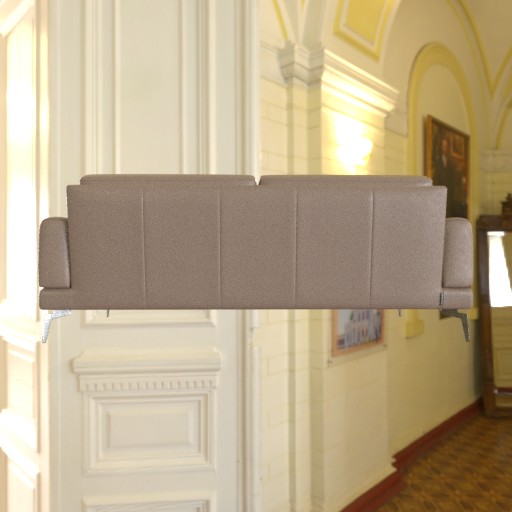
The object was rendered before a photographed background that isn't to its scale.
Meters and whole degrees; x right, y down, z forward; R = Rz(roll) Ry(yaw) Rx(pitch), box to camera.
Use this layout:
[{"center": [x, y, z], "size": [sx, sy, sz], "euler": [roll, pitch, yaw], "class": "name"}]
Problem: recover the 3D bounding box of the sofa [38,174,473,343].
[{"center": [0.000, 0.000, 2.361], "size": [1.940, 0.765, 0.974], "euler": [0, 0, -1], "class": "sofa"}]
